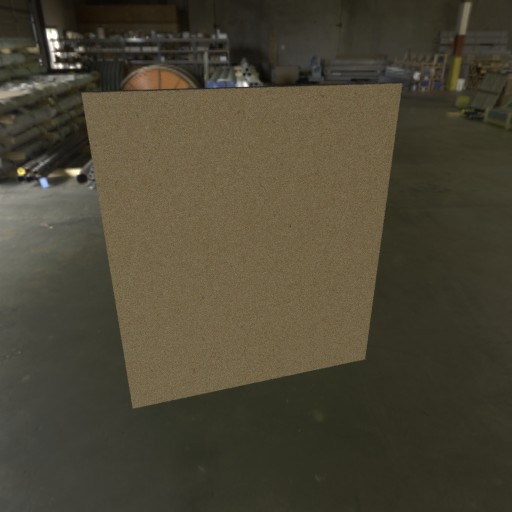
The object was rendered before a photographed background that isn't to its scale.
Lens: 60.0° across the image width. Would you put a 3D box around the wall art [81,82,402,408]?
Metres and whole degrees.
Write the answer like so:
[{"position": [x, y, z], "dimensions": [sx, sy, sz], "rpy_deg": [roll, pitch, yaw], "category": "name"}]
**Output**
[{"position": [0.000, 0.000, 1.206], "dimensions": [0.755, 0.863, 0.028], "rpy_deg": [-8, 27, -15], "category": "wall art"}]
